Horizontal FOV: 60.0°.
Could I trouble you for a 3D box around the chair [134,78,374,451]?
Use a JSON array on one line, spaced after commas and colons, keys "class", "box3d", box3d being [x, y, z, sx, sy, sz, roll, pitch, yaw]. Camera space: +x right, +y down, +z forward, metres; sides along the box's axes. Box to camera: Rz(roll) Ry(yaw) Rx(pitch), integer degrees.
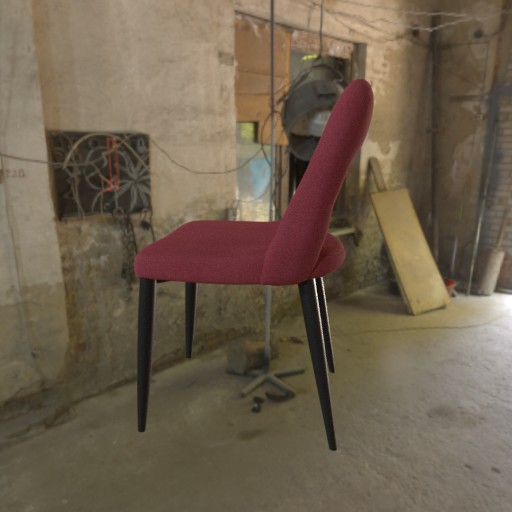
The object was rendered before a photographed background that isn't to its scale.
[{"class": "chair", "box3d": [0.000, 0.000, 1.224, 0.569, 0.892, 0.483, 2, 15, 9]}]
